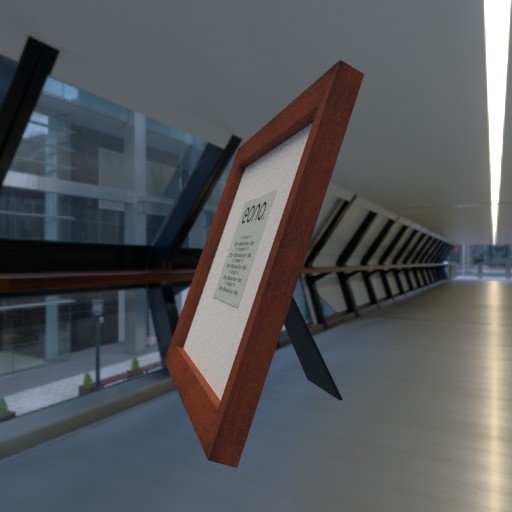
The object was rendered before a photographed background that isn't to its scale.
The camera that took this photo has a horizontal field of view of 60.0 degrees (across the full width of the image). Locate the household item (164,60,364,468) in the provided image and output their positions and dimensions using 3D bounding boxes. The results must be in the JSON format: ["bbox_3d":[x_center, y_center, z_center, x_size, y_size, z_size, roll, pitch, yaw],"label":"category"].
[{"bbox_3d":[0.000,0.000,0.380,0.131,0.240,0.240,0,0,-17],"label":"household item"}]
